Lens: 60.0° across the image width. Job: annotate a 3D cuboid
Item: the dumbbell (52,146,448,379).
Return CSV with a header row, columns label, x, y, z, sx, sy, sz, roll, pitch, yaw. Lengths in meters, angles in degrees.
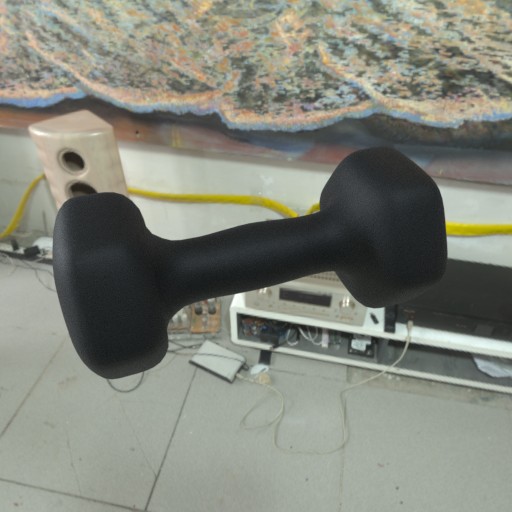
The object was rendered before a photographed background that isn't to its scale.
label,x,y,z,sx,sy,sz,roll,pitch,yaw
dumbbell,0.000,0.000,0.282,0.231,0.101,0.112,-12,42,-14
